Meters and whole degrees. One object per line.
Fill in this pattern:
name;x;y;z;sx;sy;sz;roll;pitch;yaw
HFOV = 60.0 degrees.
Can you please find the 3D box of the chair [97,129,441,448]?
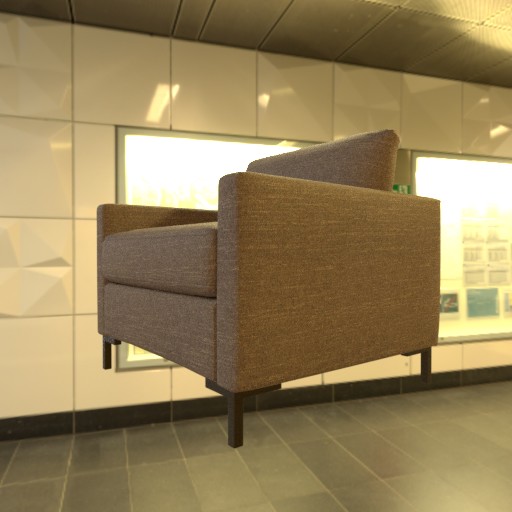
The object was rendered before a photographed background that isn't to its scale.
chair;0.000;0.000;1.549;0.845;0.841;0.940;-1;1;-38
